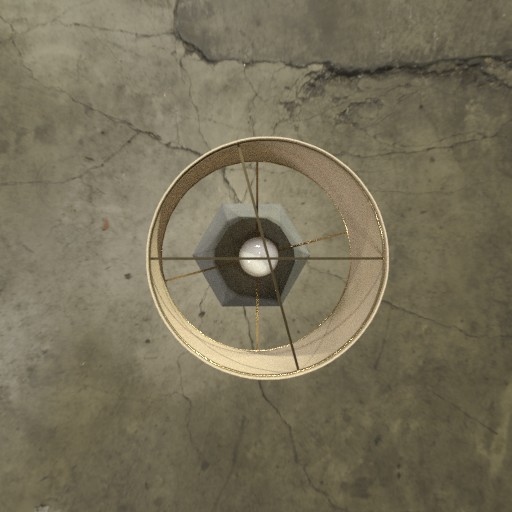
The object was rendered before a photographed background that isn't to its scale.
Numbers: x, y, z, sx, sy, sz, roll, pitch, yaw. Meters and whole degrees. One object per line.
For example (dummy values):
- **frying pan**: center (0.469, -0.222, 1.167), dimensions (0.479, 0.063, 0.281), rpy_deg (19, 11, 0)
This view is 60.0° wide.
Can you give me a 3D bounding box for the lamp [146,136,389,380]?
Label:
- **lamp**: center (0.000, 0.000, 0.665), dimensions (0.276, 0.501, 0.276), rpy_deg (0, 91, -3)
